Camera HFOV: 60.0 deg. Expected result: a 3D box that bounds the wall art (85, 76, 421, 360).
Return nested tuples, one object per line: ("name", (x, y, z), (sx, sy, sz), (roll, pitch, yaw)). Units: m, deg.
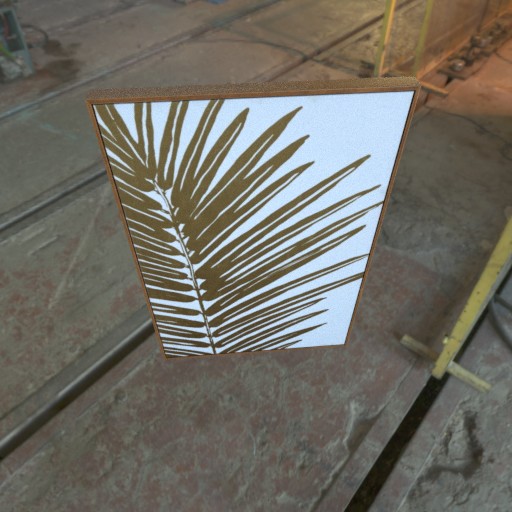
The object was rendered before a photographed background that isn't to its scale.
("wall art", (0.000, 0.000, 1.149), (0.610, 0.914, 0.037), (-4, 48, -3))
